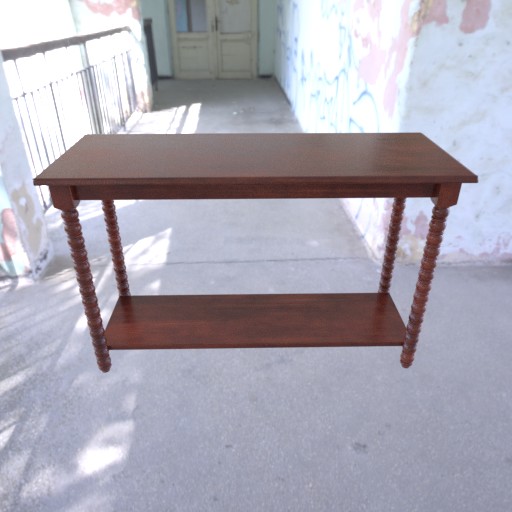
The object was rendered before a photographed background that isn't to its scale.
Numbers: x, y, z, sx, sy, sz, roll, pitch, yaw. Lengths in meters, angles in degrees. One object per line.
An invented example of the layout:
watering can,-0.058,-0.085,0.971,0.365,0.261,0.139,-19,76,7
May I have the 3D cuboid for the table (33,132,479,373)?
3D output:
table,0.000,0.000,1.547,1.184,0.740,0.459,-1,30,-1
